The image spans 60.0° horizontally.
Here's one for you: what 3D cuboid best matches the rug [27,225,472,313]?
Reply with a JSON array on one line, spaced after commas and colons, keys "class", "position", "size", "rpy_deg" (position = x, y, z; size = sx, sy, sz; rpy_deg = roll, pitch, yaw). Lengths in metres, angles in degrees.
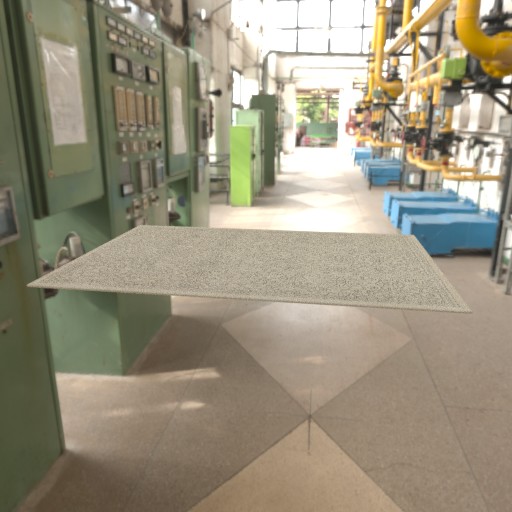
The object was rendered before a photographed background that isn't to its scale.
[{"class": "rug", "position": [0.000, 0.000, 2.362], "size": [1.829, 0.010, 1.219], "rpy_deg": [3, 17, 9]}]
